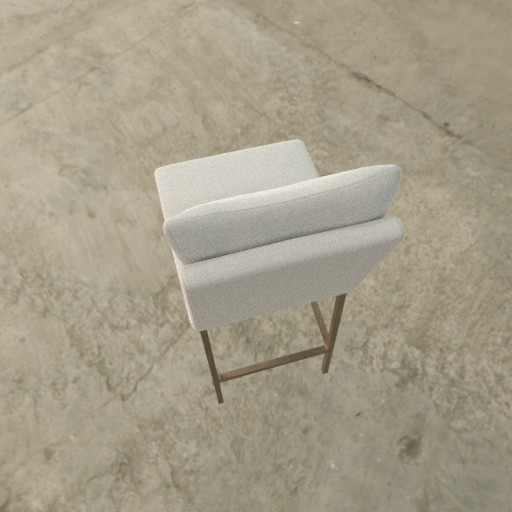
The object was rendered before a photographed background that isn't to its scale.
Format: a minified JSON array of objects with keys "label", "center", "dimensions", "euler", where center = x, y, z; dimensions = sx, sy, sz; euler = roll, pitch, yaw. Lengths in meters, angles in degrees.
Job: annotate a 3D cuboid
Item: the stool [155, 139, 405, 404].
[{"label":"stool","center":[0.000,0.000,1.311],"dimensions":[0.463,1.032,0.572],"euler":[-14,60,-8]}]
